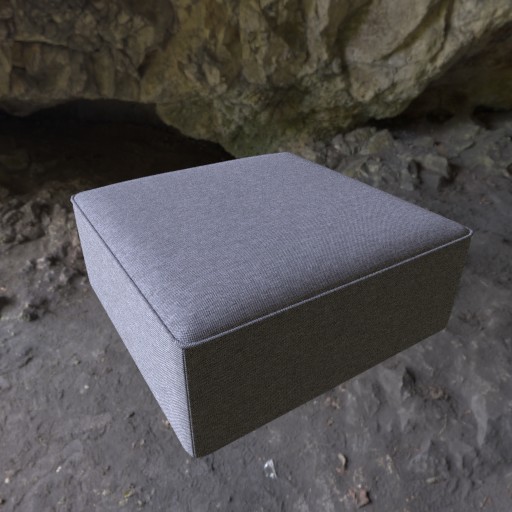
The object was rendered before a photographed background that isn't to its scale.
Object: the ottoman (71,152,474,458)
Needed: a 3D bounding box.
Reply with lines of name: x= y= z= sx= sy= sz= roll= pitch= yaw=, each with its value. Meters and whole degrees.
ottoman: x=0.000 y=0.000 z=1.583 sx=1.005 sy=0.455 sz=1.005 roll=-18 pitch=34 yaw=-28
